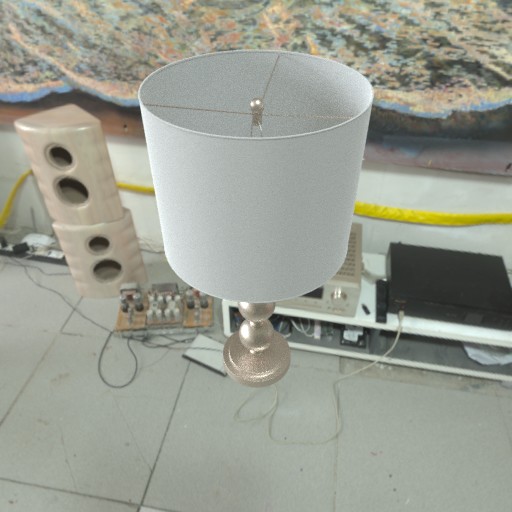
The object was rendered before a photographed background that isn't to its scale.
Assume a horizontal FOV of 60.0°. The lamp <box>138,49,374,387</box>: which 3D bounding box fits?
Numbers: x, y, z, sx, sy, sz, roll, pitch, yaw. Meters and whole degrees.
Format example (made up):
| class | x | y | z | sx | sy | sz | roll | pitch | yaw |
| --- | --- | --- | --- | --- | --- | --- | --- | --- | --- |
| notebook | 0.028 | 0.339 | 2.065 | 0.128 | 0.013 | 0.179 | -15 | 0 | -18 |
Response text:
| class | x | y | z | sx | sy | sz | roll | pitch | yaw |
| --- | --- | --- | --- | --- | --- | --- | --- | --- | --- |
| lamp | 0.000 | 0.000 | 0.702 | 0.277 | 0.538 | 0.277 | -13 | 43 | -14 |
